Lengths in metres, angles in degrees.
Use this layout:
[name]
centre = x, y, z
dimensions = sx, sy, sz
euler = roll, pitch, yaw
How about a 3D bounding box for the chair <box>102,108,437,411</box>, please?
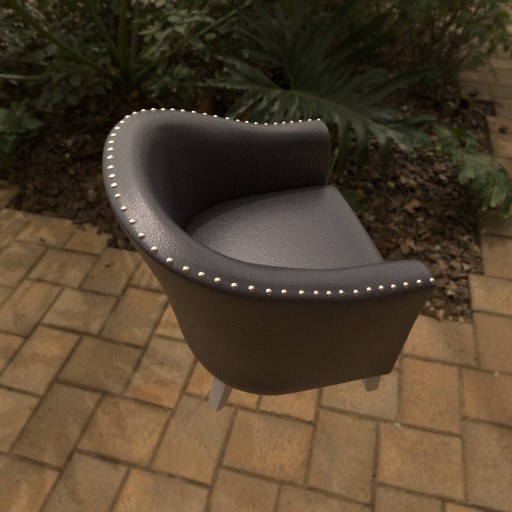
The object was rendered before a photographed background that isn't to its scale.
[chair]
centre = 0.000, 0.000, 1.393
dimensions = 0.748, 0.823, 0.794
euler = -11, 47, -10
